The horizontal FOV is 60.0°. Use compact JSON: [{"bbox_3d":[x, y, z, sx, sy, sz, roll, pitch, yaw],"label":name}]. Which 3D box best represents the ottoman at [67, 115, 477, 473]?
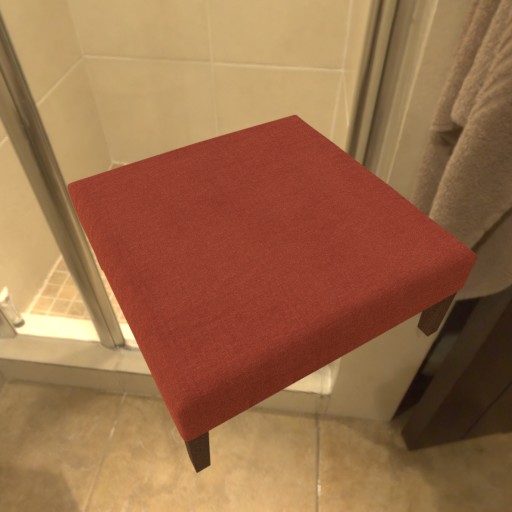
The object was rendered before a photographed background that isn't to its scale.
[{"bbox_3d":[0.000,0.000,1.421,0.890,0.411,0.889,-23,50,-21],"label":"ottoman"}]
